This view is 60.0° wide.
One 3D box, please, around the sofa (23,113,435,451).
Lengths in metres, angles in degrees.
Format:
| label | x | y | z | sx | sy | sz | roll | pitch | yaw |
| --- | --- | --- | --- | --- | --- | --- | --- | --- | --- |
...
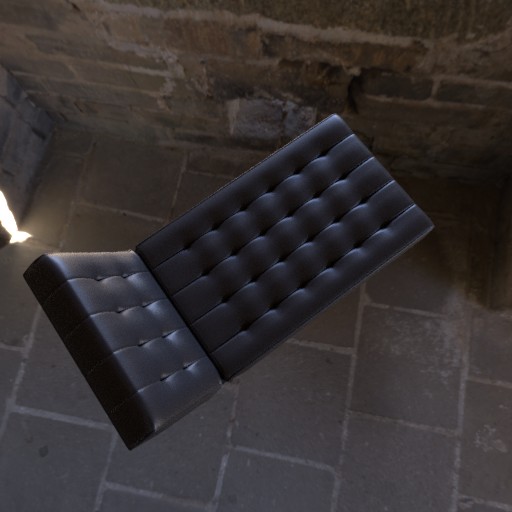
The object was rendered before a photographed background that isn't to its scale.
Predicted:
| label | x | y | z | sx | sy | sz | roll | pitch | yaw |
| --- | --- | --- | --- | --- | --- | --- | --- | --- | --- |
| sofa | 0.000 | 0.000 | 1.983 | 1.560 | 0.820 | 0.760 | -35 | 78 | -9 |
